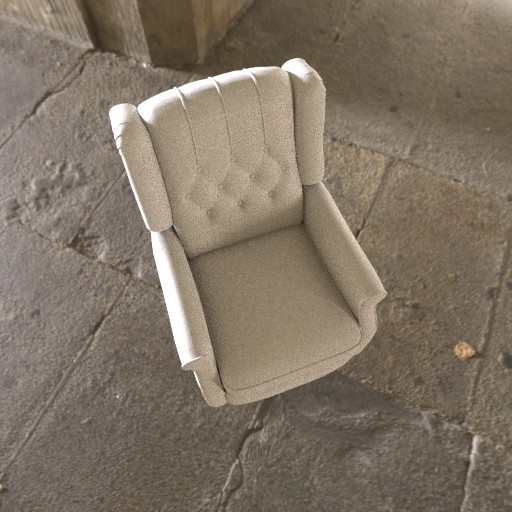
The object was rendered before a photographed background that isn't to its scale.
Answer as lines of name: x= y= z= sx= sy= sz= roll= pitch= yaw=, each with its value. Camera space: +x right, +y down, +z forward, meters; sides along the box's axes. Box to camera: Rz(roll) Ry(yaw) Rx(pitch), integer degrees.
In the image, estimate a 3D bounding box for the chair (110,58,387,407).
chair: x=0.000 y=0.000 z=1.661 sx=0.742 sy=1.035 sz=0.902 roll=-18 pitch=65 yaw=-9
